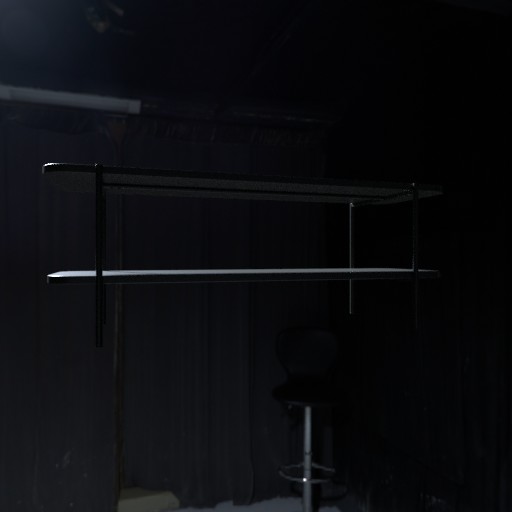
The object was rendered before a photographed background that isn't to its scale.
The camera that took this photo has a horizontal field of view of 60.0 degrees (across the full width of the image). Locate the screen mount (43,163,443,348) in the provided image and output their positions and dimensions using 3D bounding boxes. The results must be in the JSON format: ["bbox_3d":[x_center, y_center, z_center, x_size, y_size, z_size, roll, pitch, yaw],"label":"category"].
[{"bbox_3d":[0.000,0.000,1.409,1.200,0.447,0.400,0,0,-18],"label":"screen mount"}]
